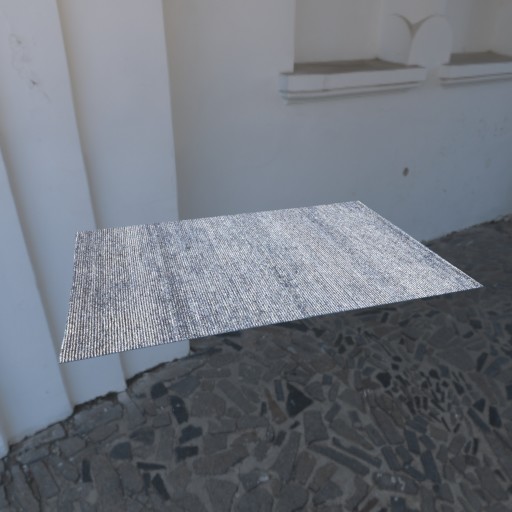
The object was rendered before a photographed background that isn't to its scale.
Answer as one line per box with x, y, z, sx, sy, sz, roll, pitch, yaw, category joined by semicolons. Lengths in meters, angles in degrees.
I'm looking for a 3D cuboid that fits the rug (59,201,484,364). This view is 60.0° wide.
0.000;0.000;2.185;1.740;0.010;1.135;-8;28;-15;rug
